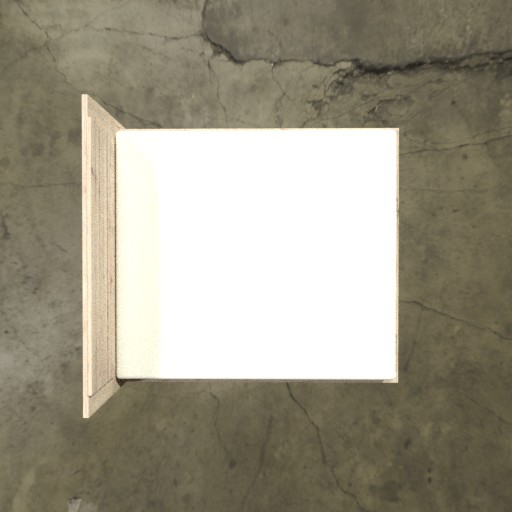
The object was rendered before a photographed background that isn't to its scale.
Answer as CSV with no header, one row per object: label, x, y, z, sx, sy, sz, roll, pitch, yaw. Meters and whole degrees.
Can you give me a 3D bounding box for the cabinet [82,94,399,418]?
cabinet,0.000,0.000,3.126,2.080,0.970,1.950,0,91,1
